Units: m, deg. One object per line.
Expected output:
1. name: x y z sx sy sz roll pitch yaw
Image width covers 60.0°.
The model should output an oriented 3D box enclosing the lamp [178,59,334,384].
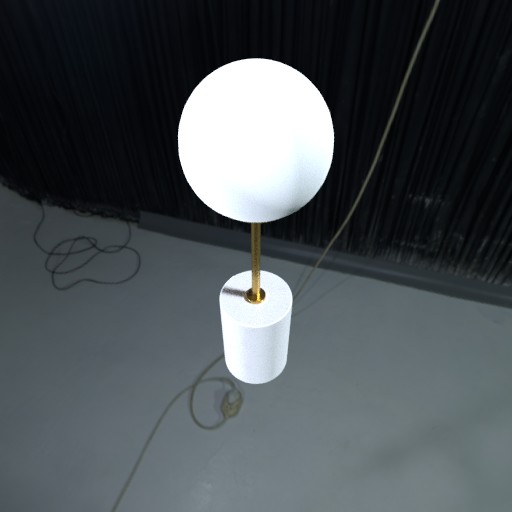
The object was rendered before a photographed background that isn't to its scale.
1. lamp: 0.000 0.000 0.560 0.153 0.480 0.153 0 46 0
